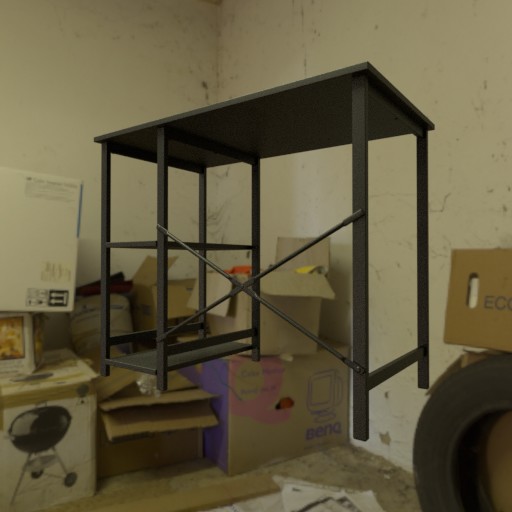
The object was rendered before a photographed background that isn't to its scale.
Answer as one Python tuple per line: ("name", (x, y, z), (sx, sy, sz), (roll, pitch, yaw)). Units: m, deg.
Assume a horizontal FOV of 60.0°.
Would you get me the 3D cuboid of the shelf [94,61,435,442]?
("shelf", (0.000, 0.000, 1.325), (0.902, 0.749, 0.498), (-1, -1, 36))
